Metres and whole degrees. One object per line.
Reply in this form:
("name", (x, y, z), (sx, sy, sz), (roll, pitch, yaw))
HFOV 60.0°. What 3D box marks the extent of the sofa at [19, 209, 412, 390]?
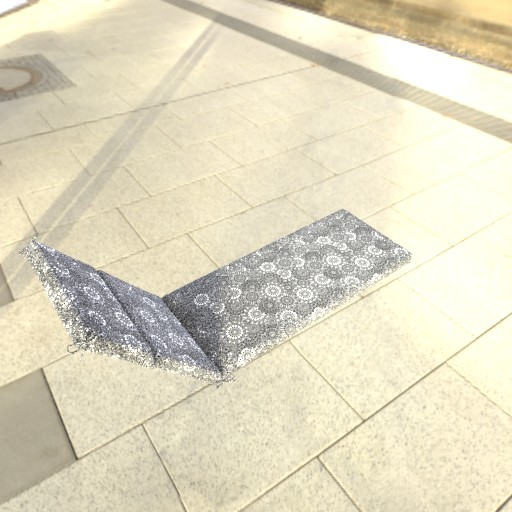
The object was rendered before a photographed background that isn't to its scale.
("sofa", (0.000, 0.000, 1.915), (1.663, 0.622, 0.582), (-26, 48, -27))
